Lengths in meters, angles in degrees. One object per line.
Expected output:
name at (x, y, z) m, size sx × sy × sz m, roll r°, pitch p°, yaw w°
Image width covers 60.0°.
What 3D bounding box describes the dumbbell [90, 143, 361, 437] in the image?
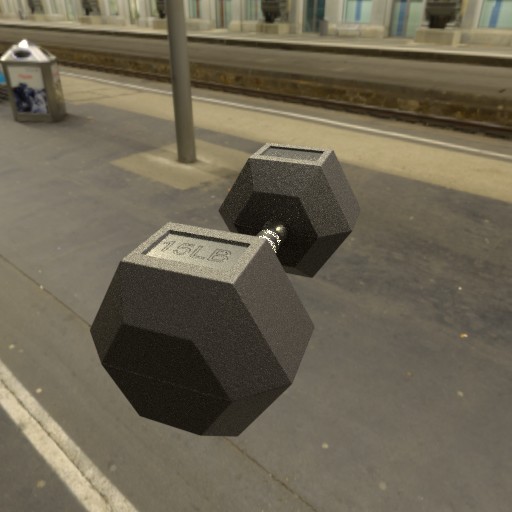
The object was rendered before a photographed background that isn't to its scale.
dumbbell at (0.000, 0.000, 0.332) m, size 0.122 × 0.106 × 0.271 m, roll 10°, pitch 31°, yaw 17°
